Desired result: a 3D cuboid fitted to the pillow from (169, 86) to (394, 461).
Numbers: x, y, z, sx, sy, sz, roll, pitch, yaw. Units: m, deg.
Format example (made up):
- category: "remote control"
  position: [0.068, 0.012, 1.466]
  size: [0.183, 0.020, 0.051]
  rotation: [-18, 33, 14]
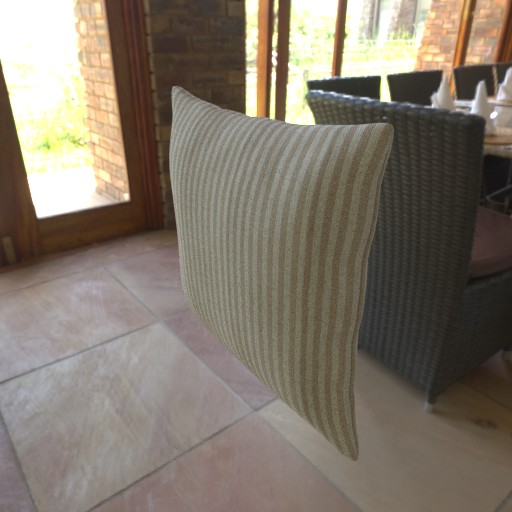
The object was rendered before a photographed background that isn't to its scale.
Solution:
- category: "pillow"
  position: [0.000, 0.000, 0.760]
  size: [0.166, 0.510, 0.523]
  rotation: [-17, 31, -31]
